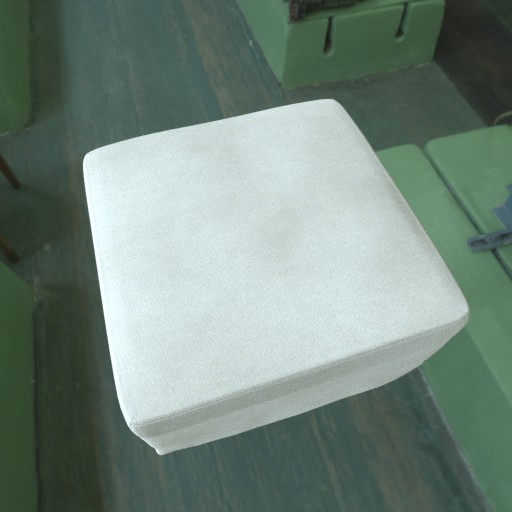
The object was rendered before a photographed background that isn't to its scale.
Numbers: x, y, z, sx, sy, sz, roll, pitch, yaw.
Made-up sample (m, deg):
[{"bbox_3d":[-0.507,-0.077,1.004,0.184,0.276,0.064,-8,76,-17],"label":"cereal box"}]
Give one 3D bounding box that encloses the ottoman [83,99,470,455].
[{"bbox_3d":[0.000,0.000,1.304,0.842,0.441,0.843,-15,59,-9],"label":"ottoman"}]
